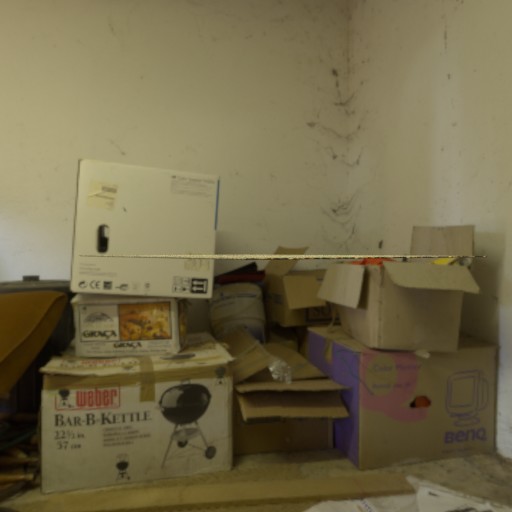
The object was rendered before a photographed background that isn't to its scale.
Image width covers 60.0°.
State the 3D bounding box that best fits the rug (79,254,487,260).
[{"bbox_3d":[0.000,0.000,3.468,1.971,0.010,2.651,0,1,-37],"label":"rug"}]
